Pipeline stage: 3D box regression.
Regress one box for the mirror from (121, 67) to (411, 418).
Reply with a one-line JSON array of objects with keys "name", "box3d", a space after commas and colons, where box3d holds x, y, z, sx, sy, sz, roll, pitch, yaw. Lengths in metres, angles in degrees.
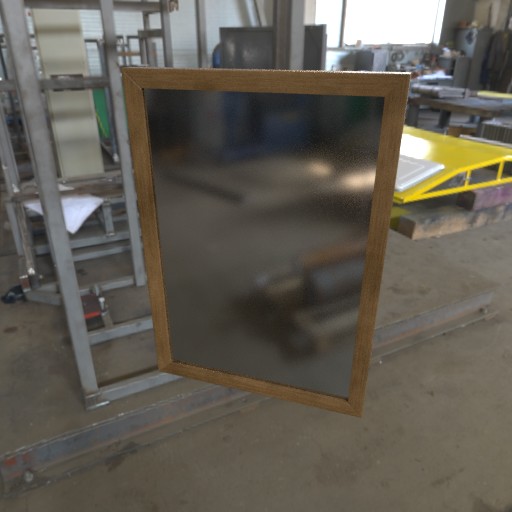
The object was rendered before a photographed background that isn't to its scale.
[{"name": "mirror", "box3d": [0.000, 0.000, 0.916, 0.507, 0.710, 0.040, 8, 27, 16]}]
